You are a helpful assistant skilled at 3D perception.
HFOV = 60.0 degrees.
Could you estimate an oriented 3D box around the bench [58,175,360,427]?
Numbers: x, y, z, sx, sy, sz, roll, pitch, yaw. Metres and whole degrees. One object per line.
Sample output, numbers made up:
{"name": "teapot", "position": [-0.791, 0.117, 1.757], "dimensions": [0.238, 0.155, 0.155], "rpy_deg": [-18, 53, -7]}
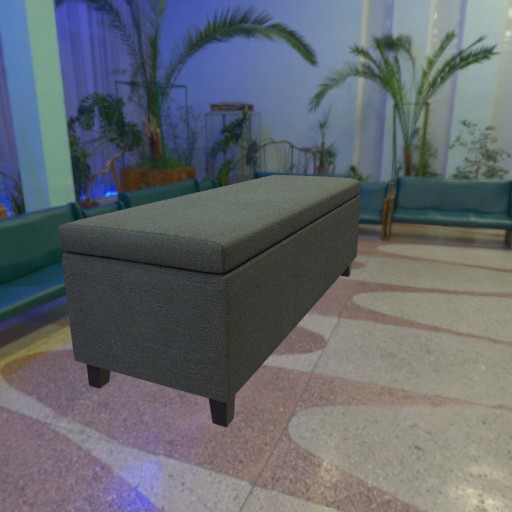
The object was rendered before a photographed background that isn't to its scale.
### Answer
{"name": "bench", "position": [0.000, 0.000, 1.523], "dimensions": [0.446, 0.438, 1.269], "rpy_deg": [7, 17, 24]}
